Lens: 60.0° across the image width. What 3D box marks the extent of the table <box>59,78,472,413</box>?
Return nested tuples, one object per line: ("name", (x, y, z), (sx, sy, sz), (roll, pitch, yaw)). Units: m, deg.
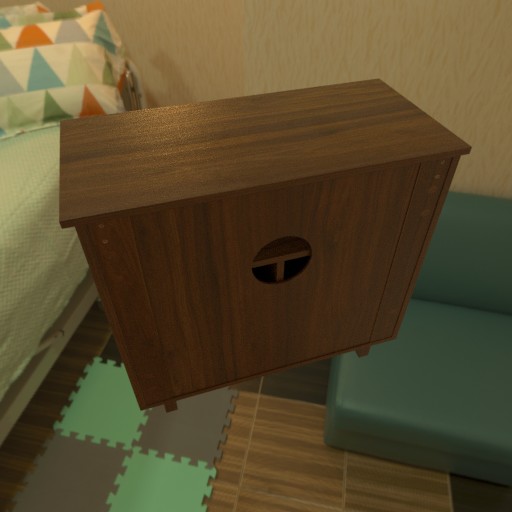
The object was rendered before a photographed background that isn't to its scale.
("table", (0.000, 0.000, 1.197), (0.802, 0.725, 0.390), (-12, 44, -13))
